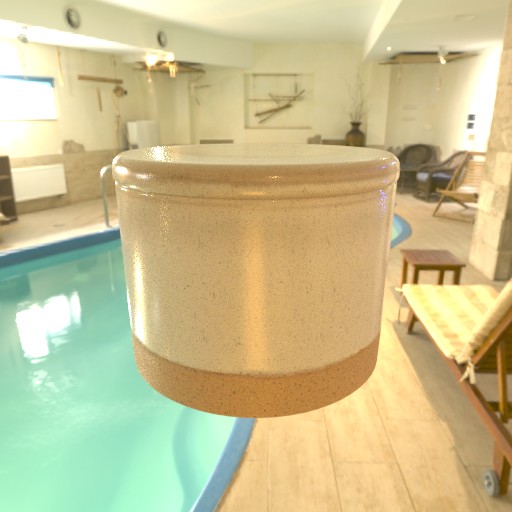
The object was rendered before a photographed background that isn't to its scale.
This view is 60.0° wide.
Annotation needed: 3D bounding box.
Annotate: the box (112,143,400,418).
[{"bbox_3d":[0.000,0.000,0.264,0.154,0.123,0.154,0,18,0],"label":"box"}]
